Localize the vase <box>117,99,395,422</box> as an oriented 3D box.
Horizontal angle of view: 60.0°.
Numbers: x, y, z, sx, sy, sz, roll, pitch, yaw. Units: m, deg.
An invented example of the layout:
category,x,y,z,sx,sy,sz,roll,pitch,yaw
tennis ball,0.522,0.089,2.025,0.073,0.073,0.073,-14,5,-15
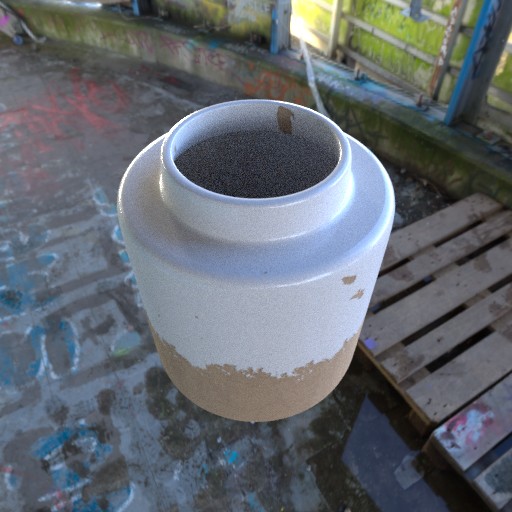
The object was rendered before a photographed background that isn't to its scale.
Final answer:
category,x,y,z,sx,sy,sz,roll,pitch,yaw
vase,0.000,0.000,0.288,0.153,0.167,0.153,0,47,0
